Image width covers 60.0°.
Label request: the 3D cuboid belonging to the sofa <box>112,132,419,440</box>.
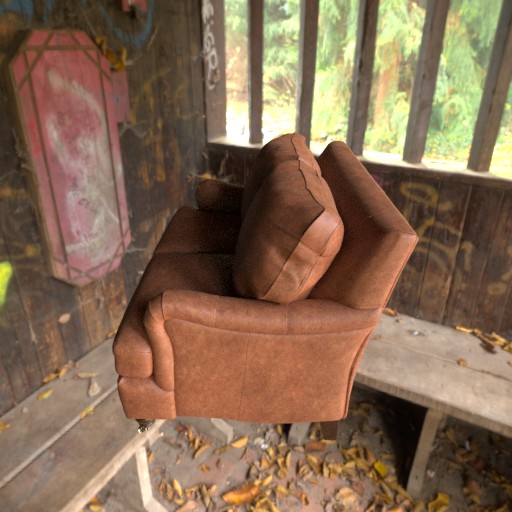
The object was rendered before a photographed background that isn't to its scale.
[{"bbox_3d":[0.000,0.000,2.237,1.077,1.004,1.527,0,26,1],"label":"sofa"}]
